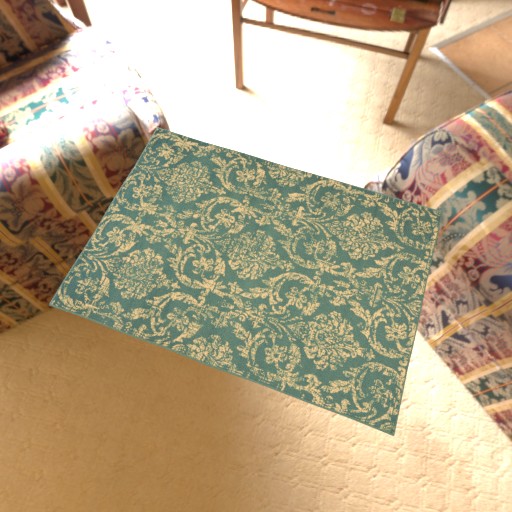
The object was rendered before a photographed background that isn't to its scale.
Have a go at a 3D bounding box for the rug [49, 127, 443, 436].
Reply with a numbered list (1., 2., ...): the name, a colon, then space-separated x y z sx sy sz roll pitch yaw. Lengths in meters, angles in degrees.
1. rug: 0.000 0.000 2.940 2.205 0.012 1.554 18 65 9
